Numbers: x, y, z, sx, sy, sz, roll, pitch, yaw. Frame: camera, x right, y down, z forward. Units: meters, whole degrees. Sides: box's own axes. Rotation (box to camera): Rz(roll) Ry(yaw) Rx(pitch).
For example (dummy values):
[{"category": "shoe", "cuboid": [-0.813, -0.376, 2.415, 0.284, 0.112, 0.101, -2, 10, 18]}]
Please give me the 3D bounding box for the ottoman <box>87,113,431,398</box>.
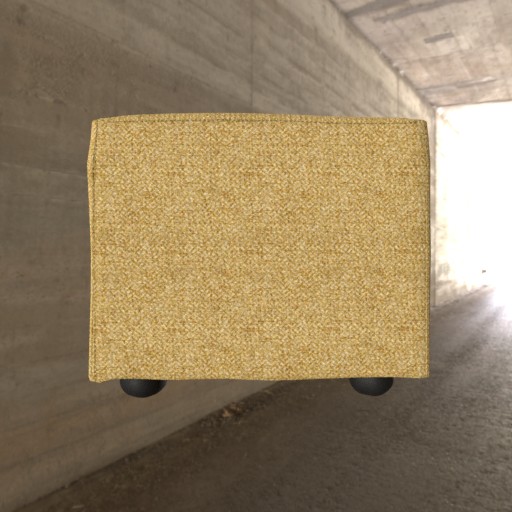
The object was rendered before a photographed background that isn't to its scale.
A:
[{"category": "ottoman", "cuboid": [0.000, 0.000, 0.881, 0.505, 0.441, 0.512, 0, 0, -1]}]
